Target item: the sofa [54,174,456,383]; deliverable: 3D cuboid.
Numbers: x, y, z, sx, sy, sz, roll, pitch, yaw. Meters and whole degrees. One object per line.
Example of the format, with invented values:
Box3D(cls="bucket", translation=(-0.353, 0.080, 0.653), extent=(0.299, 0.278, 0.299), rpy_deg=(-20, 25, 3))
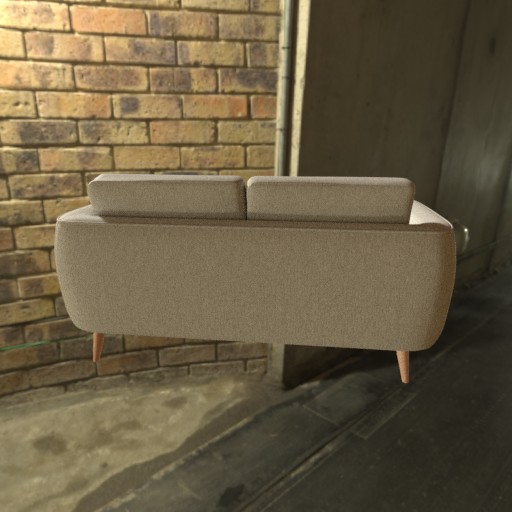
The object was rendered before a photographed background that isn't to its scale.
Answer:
Box3D(cls="sofa", translation=(0.000, 0.000, 2.212), extent=(1.700, 0.850, 0.920), rpy_deg=(2, 16, 7))
